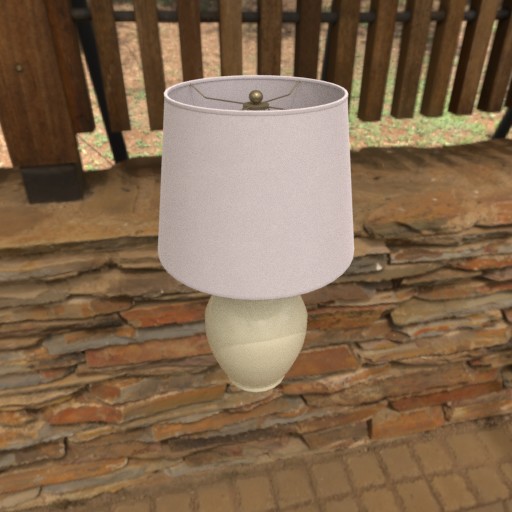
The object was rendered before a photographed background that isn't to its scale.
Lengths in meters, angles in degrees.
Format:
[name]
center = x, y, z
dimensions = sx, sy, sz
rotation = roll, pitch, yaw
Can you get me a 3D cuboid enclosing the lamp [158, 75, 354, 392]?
[lamp]
center = 0.000, 0.000, 0.561
dimensions = 0.239, 0.399, 0.239
rotation = 0, 31, 0
